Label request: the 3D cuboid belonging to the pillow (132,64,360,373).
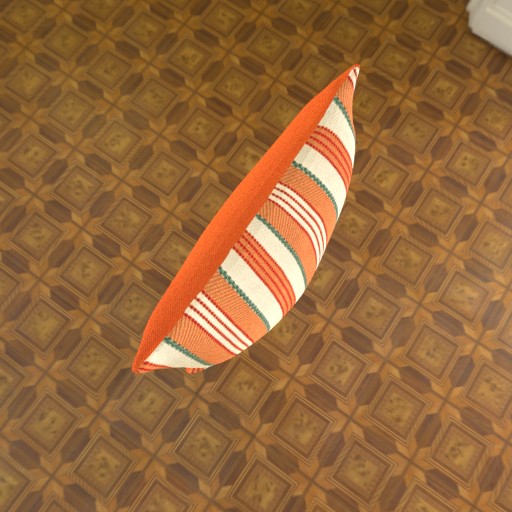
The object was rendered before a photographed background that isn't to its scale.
[{"bbox_3d":[0.000,0.000,0.685,0.182,0.441,0.440,34,78,8],"label":"pillow"}]
